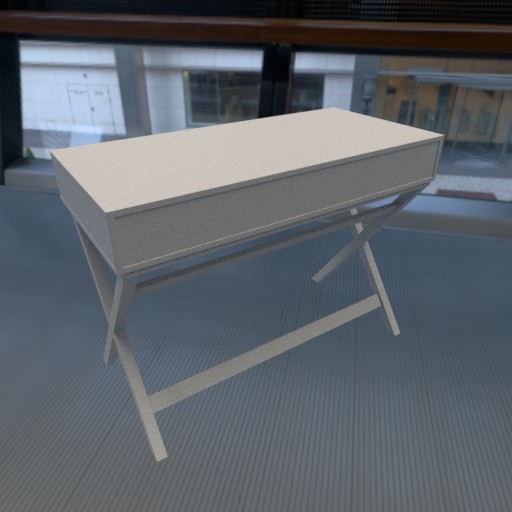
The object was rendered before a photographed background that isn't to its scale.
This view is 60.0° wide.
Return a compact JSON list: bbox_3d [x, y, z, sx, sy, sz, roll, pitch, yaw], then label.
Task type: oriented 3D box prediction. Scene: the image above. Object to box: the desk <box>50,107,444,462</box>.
[{"bbox_3d":[0.000,0.000,1.506,1.057,0.780,0.525,-18,34,-29],"label":"desk"}]
